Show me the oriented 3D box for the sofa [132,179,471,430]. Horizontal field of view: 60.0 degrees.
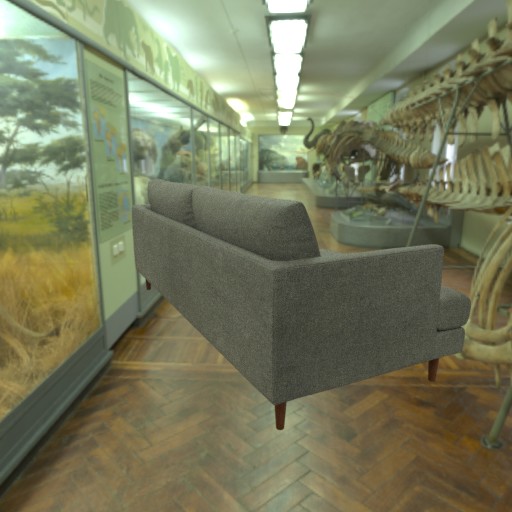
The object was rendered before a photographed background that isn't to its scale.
[{"bbox_3d":[0.000,0.000,2.708,1.020,0.868,2.250,-6,14,-26],"label":"sofa"}]
